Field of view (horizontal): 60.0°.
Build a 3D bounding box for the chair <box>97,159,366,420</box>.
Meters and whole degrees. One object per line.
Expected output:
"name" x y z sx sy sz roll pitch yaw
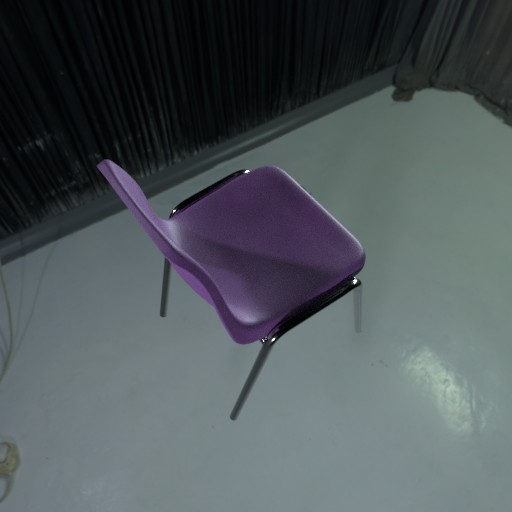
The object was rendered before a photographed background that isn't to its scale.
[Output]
"chair" 0.000 0.000 0.927 0.432 0.654 0.381 -32 62 -19
